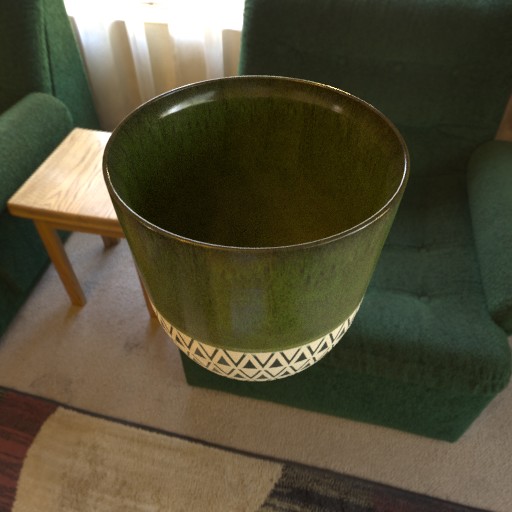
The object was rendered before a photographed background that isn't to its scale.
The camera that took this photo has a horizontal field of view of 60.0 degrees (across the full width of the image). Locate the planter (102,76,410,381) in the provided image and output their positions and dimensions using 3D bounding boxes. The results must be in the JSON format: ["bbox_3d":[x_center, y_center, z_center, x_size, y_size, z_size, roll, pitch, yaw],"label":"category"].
[{"bbox_3d":[0.000,0.000,0.460,0.245,0.270,0.245,0,47,0],"label":"planter"}]
